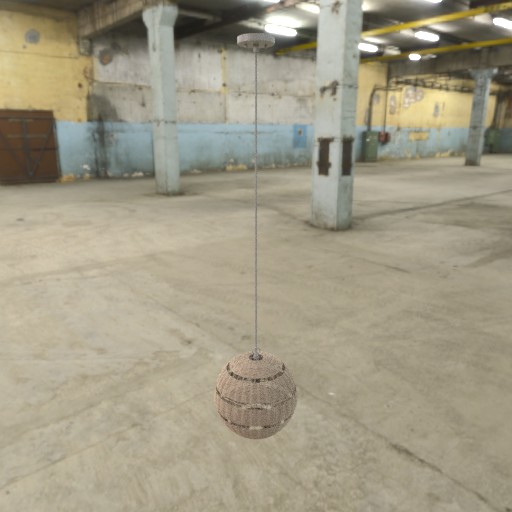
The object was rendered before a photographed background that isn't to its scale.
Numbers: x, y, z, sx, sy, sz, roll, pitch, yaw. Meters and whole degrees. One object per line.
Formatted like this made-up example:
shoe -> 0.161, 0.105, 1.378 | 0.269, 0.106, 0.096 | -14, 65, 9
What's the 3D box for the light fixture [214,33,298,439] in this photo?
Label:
light fixture -> 0.000, 0.000, 2.237 | 0.457, 2.019, 0.457 | -3, 15, -10
